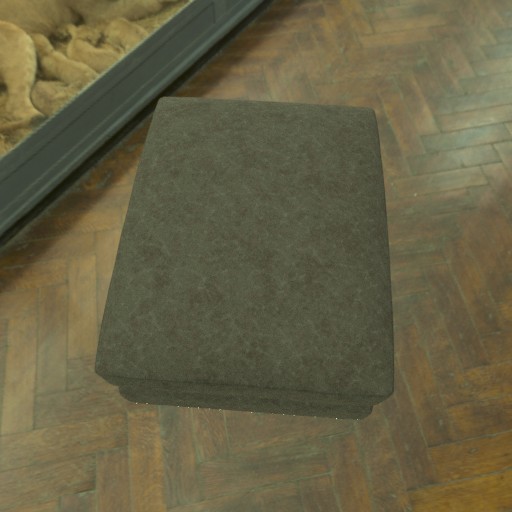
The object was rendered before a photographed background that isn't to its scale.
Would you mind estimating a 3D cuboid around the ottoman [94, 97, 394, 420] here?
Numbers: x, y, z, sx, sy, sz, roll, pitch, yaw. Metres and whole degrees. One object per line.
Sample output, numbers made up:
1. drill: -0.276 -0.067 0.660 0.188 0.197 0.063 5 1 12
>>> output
1. ottoman: 0.000 0.000 1.147 0.584 0.513 0.741 4 63 2
